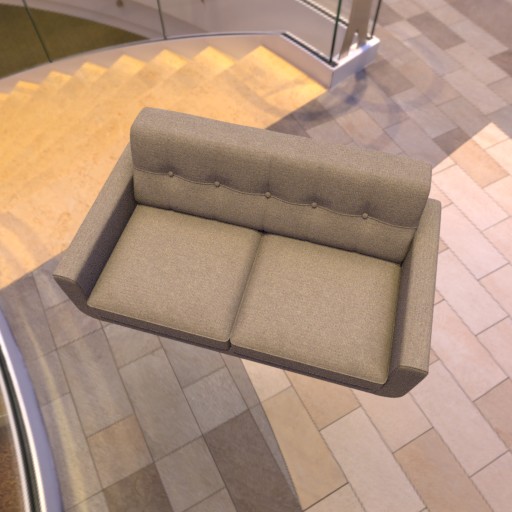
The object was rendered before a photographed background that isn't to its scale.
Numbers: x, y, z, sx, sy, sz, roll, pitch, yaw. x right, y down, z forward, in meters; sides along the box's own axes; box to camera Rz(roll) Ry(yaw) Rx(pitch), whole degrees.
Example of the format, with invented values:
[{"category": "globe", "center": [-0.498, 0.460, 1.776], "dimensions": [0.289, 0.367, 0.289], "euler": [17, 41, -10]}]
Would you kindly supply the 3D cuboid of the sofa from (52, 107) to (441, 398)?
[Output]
[{"category": "sofa", "center": [0.000, 0.000, 2.160], "dimensions": [1.631, 0.841, 0.909], "euler": [13, 60, 8]}]
